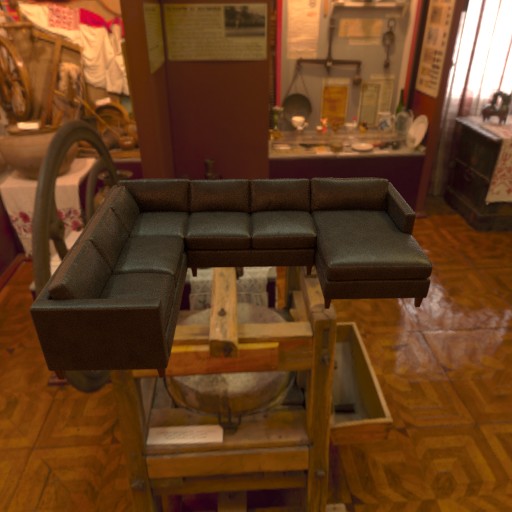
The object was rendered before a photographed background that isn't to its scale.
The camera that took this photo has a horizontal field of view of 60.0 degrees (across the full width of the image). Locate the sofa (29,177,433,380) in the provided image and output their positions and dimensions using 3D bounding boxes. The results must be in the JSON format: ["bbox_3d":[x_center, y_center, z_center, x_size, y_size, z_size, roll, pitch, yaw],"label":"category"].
[{"bbox_3d":[0.000,0.000,4.405,3.324,0.891,2.452,-1,30,-1],"label":"sofa"}]
